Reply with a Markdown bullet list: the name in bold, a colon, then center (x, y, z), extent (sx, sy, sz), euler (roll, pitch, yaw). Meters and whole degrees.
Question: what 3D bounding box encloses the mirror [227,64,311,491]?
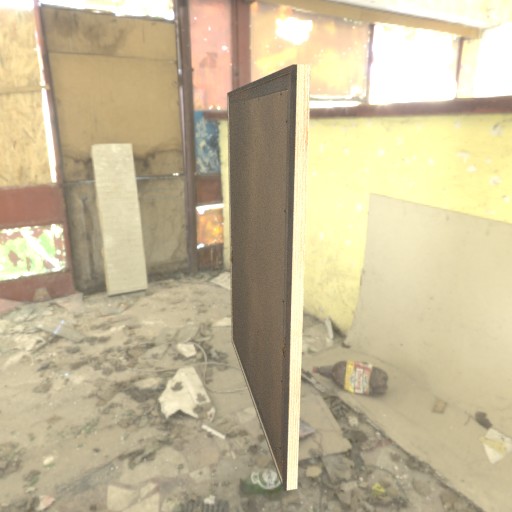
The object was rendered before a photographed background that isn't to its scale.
- **mirror**: center (0.000, 0.000, 1.210), extent (0.032, 0.882, 0.730), euler (-4, 17, -12)
